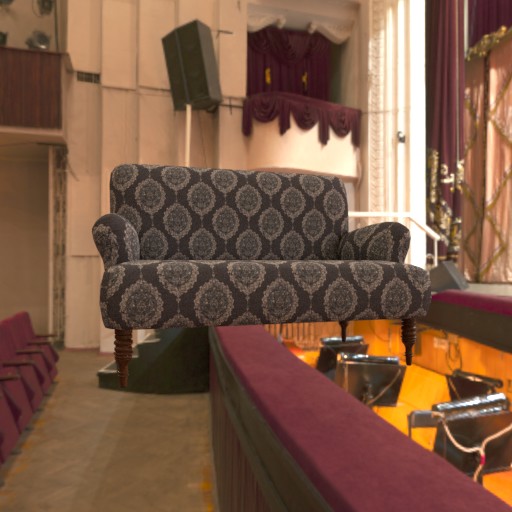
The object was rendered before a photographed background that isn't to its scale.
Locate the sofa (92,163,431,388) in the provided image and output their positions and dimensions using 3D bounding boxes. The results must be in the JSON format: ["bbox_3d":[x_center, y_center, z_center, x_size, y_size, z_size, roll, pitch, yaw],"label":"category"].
[{"bbox_3d":[0.000,0.000,1.889,1.297,0.867,0.779,0,-1,-17],"label":"sofa"}]
